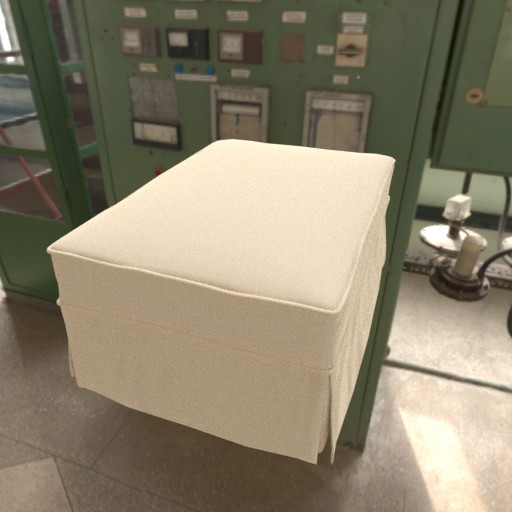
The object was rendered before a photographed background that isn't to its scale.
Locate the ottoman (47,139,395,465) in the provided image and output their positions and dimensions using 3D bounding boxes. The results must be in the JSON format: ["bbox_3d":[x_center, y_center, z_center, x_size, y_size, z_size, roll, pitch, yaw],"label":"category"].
[{"bbox_3d":[0.000,0.000,1.300,0.703,0.479,0.944,11,32,18],"label":"ottoman"}]
